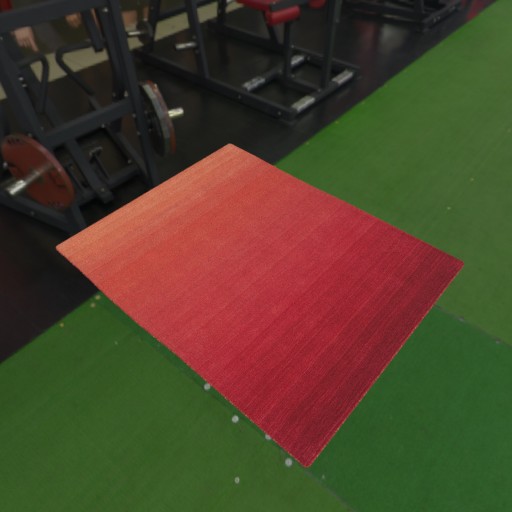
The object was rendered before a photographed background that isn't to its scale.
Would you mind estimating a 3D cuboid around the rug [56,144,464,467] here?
[{"bbox_3d":[0.000,0.000,4.002,2.905,0.028,2.340,33,55,27],"label":"rug"}]
